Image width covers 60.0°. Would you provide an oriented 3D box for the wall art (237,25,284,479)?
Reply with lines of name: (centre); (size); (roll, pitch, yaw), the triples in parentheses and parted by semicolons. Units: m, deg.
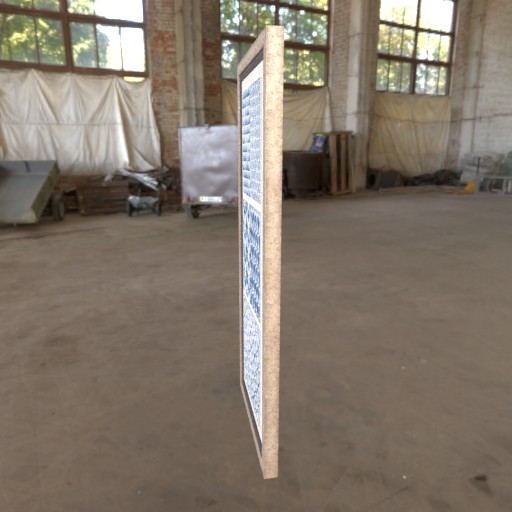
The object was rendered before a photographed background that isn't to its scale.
wall art: (0.000, 0.000, 1.701); (0.051, 1.461, 0.648); (-2, 14, -9)
